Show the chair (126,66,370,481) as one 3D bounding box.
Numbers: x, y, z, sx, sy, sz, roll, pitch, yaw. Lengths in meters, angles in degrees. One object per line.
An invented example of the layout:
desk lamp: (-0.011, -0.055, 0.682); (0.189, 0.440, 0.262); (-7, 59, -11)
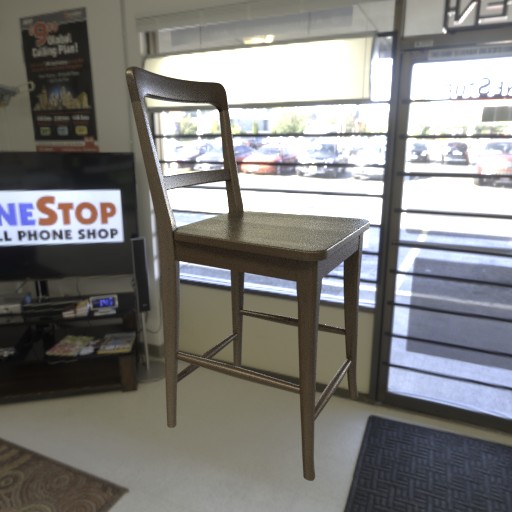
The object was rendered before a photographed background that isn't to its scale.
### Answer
chair: (0.000, 0.000, 1.267); (0.546, 0.991, 0.450); (8, 17, 27)
